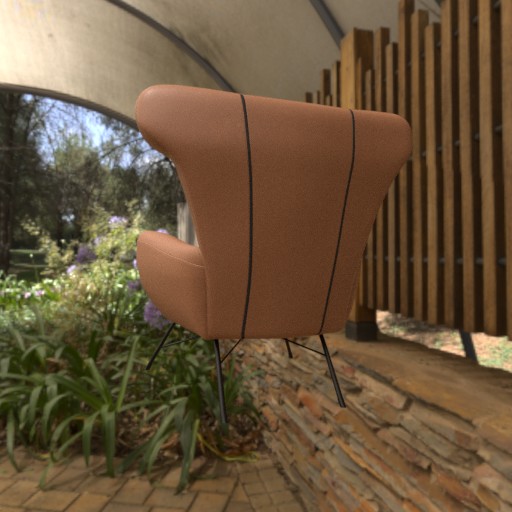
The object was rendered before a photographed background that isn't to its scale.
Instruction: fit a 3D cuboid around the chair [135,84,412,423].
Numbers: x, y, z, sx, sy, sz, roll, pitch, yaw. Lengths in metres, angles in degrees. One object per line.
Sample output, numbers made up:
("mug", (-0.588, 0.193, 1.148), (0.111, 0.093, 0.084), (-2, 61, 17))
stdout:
("chair", (0.000, 0.000, 1.771), (0.980, 1.050, 0.900), (0, 0, -20))
